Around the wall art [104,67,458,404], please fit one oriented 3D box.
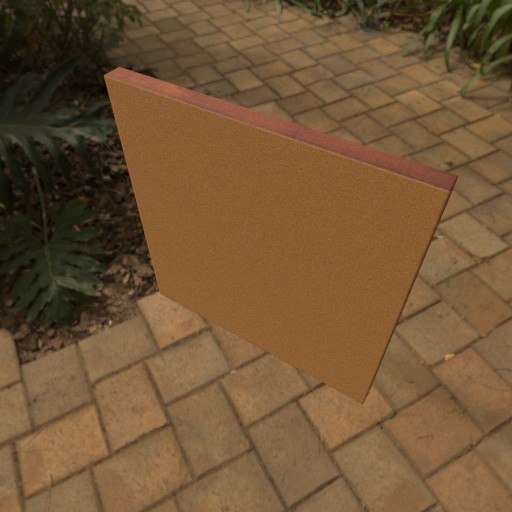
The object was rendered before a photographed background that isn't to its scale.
[{"bbox_3d":[0.000,0.000,0.834,0.554,0.572,0.037,25,52,21],"label":"wall art"}]
